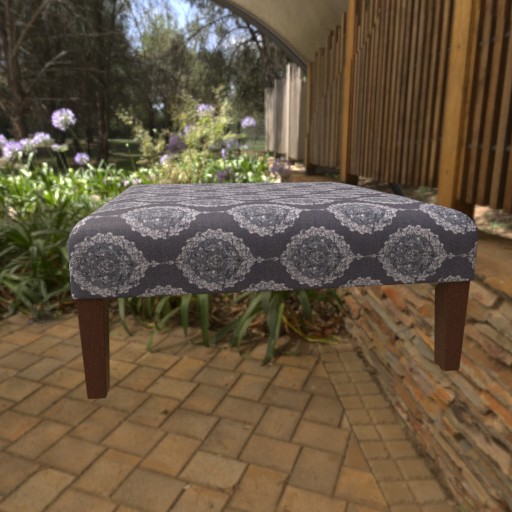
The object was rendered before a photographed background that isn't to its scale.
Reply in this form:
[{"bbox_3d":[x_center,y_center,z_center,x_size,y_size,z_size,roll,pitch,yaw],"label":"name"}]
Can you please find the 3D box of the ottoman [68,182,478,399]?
[{"bbox_3d":[0.000,0.000,1.383,0.890,0.409,0.889,-2,14,-8],"label":"ottoman"}]
